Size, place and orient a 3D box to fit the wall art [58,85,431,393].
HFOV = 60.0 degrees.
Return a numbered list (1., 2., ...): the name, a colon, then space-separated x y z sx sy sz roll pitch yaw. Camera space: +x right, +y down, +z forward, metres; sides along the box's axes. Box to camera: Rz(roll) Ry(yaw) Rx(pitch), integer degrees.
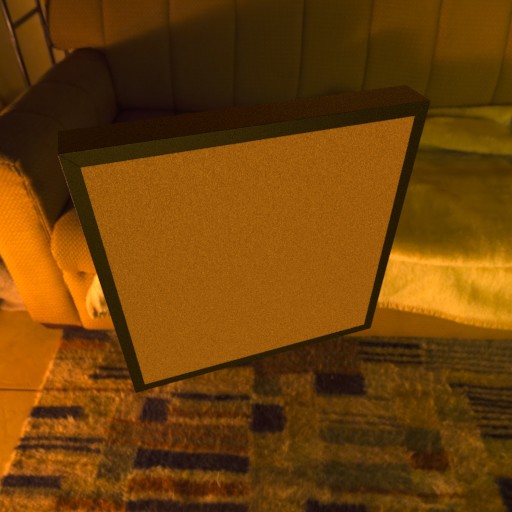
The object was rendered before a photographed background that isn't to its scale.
1. wall art: 0.000 0.000 0.458 0.304 0.304 0.038 -12 43 -14
